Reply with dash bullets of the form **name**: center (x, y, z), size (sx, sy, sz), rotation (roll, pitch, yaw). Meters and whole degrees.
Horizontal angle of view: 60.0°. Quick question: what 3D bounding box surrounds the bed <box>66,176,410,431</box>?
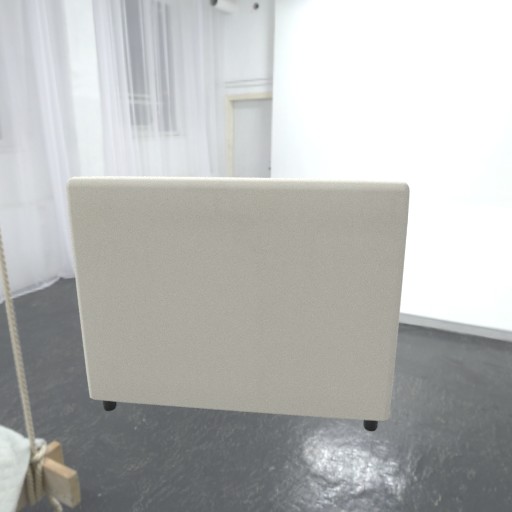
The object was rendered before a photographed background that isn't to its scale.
- **bed**: center (0.000, 0.000, 3.249), size (1.713, 1.330, 2.142), rotation (2, 16, 7)
